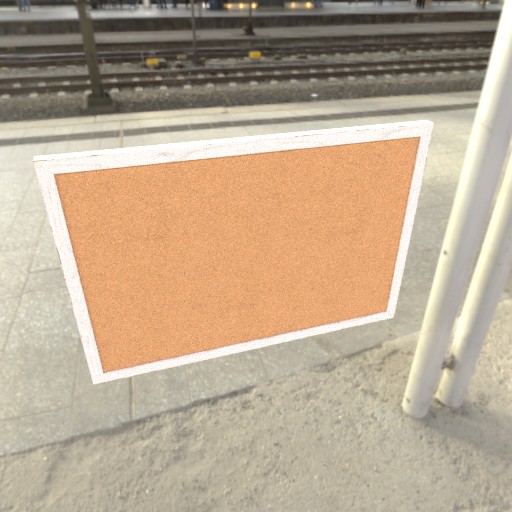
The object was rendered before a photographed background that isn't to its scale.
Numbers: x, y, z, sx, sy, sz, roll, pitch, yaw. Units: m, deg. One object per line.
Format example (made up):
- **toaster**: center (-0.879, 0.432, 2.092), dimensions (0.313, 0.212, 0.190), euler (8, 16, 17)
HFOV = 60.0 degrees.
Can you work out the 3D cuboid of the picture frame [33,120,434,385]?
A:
- **picture frame**: center (0.000, 0.000, 1.192), dimensions (0.950, 0.640, 0.029), euler (-9, 33, -15)
